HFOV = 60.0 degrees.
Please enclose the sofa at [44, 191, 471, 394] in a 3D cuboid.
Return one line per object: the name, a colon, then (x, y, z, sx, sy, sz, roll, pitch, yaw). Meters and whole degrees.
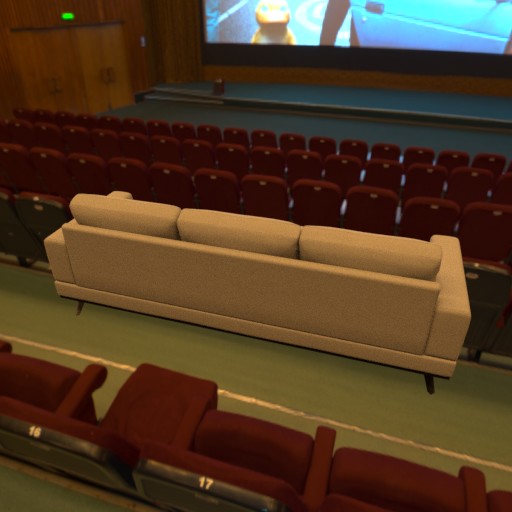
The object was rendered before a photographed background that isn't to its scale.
sofa: (0.000, 0.000, 2.716, 2.310, 0.810, 0.920, 9, 33, 15)
